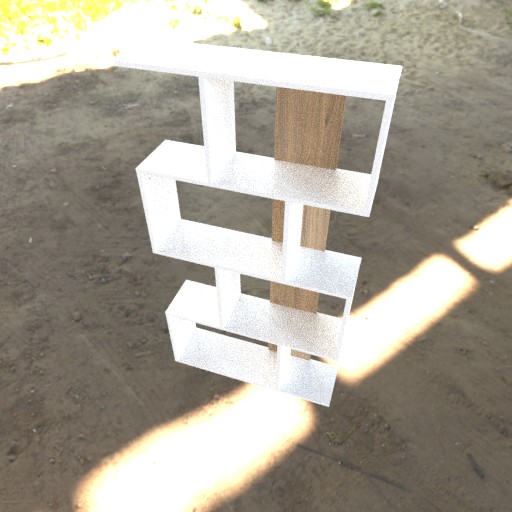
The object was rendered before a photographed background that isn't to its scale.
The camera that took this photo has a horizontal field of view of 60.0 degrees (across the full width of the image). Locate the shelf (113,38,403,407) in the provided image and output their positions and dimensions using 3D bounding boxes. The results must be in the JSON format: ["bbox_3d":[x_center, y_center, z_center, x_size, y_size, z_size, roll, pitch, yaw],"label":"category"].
[{"bbox_3d":[0.000,0.000,1.962,0.890,1.650,0.250,13,43,14],"label":"shelf"}]
